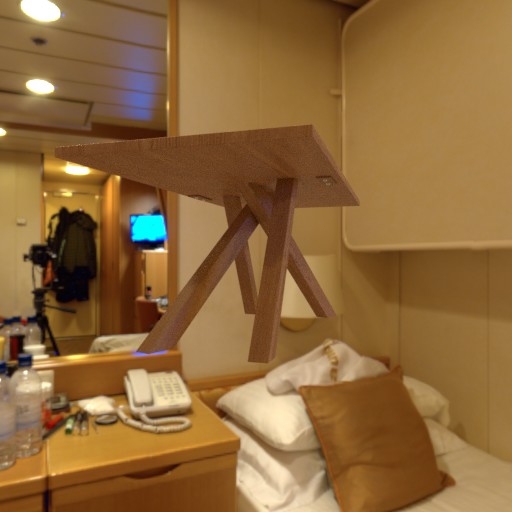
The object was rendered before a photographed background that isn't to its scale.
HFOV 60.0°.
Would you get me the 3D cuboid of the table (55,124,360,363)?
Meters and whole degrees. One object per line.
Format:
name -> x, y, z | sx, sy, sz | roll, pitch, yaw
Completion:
table -> 0.000, 0.000, 2.257 | 0.901, 0.750, 1.797 | 0, 0, 17
